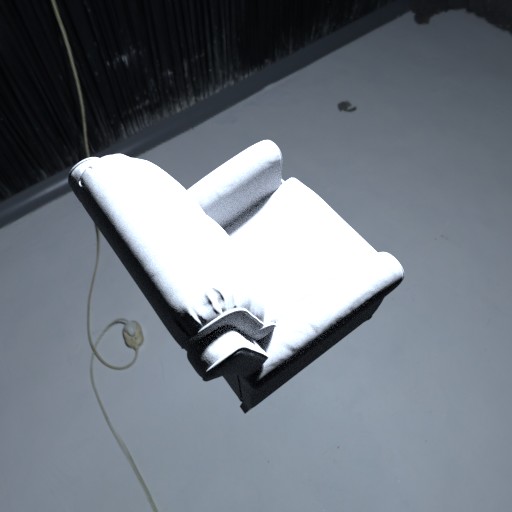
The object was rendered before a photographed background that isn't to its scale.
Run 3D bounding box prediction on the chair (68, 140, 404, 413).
[{"bbox_3d":[0.000,0.000,1.726,0.919,1.046,0.859,-33,65,-18],"label":"chair"}]
